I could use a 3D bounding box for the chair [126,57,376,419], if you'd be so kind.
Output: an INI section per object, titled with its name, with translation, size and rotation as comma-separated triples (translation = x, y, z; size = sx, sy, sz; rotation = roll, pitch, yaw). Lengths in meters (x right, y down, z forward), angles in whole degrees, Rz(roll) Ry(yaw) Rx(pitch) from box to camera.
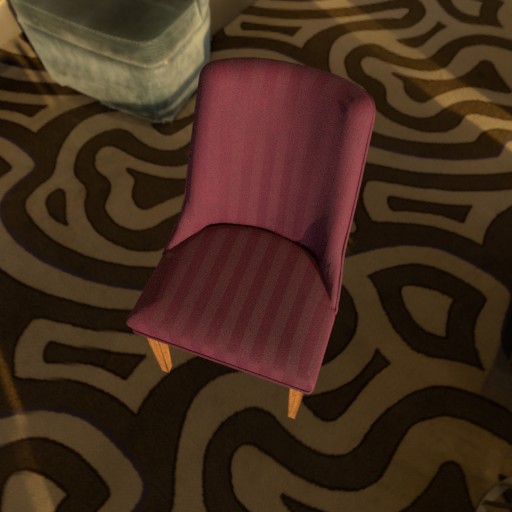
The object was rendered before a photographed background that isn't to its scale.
[chair]
translation = 0.000, 0.000, 1.323
size = 0.548, 0.916, 0.638
rotation = 17, 60, 10
